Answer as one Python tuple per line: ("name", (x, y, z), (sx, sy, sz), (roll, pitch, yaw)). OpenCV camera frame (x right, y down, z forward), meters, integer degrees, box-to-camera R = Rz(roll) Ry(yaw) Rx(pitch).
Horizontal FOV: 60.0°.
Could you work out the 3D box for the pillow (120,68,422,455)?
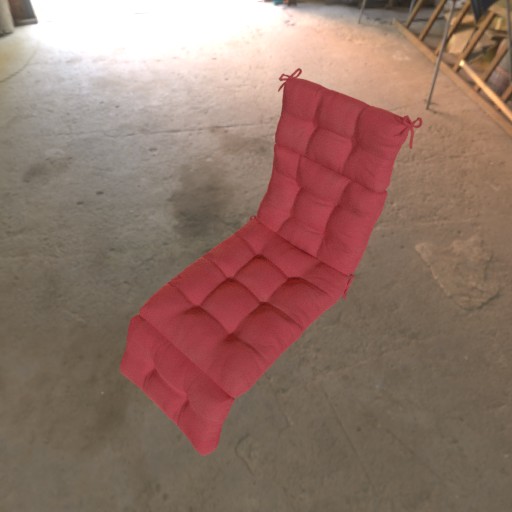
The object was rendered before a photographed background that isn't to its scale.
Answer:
("pillow", (0.000, 0.000, 1.522), (0.526, 0.863, 1.016), (34, 55, 28))
